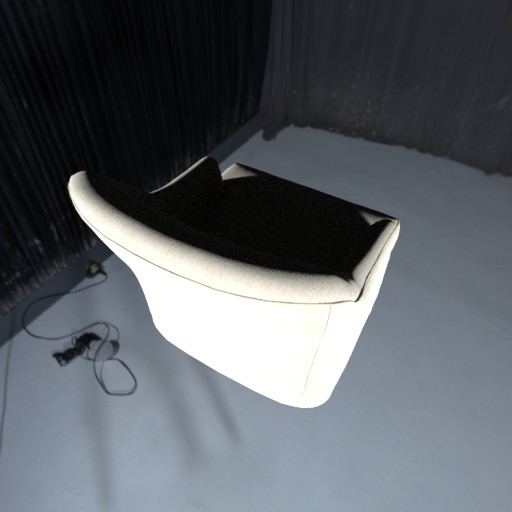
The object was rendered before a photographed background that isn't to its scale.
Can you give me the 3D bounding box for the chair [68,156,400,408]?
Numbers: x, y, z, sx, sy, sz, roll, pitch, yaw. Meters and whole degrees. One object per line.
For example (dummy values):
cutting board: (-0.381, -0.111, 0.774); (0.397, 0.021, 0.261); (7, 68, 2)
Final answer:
chair: (0.000, 0.000, 1.566); (0.864, 0.856, 0.923); (23, 50, 21)
